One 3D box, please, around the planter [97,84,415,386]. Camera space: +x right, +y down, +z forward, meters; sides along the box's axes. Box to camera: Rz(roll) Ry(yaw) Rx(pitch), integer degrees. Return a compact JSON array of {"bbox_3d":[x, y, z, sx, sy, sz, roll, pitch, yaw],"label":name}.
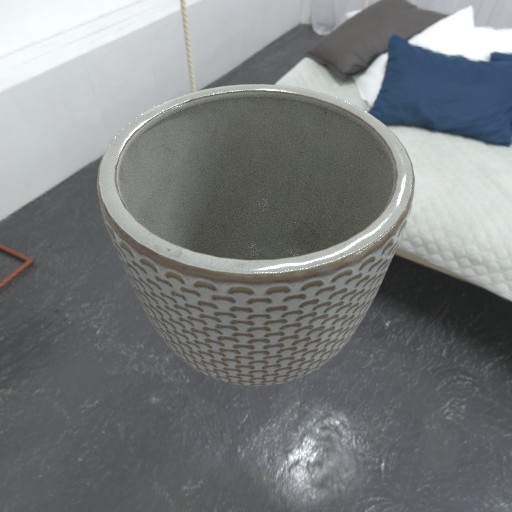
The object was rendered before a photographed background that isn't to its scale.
[{"bbox_3d":[0.000,0.000,0.243,0.139,0.130,0.139,0,48,0],"label":"planter"}]
